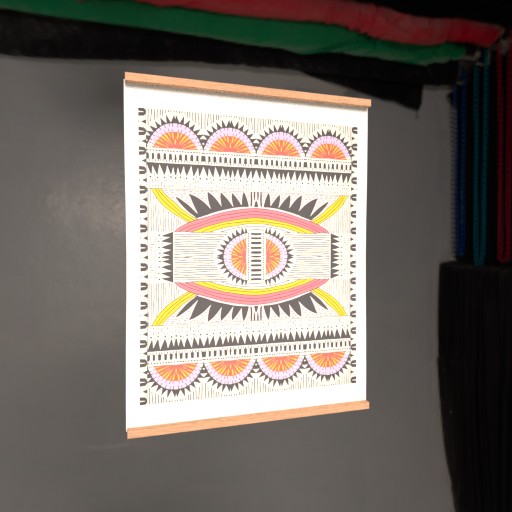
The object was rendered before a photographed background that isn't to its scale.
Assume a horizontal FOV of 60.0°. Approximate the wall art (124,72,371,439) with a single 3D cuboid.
[{"bbox_3d":[0.000,0.000,0.710,0.403,0.527,0.028,0,1,-17],"label":"wall art"}]
